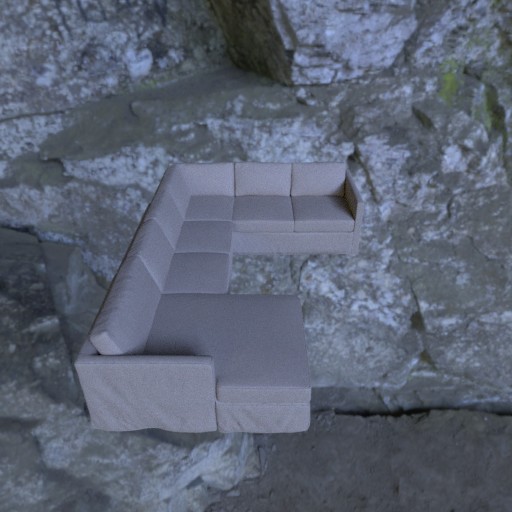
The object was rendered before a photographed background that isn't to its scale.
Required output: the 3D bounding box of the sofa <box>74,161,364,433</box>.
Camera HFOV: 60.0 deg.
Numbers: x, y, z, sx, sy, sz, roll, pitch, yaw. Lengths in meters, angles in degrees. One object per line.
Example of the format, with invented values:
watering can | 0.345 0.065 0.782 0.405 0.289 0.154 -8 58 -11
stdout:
sofa | 0.000 0.000 4.530 2.476 0.878 3.528 0 33 0
